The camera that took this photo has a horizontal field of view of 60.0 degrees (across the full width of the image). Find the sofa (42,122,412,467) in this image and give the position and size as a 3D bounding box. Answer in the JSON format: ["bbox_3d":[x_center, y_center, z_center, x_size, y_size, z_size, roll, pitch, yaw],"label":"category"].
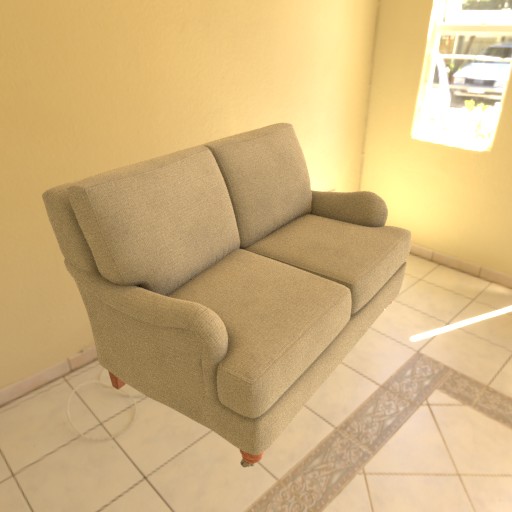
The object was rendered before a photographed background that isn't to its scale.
[{"bbox_3d":[0.000,0.000,2.144,1.087,0.999,1.480,19,33,32],"label":"sofa"}]
